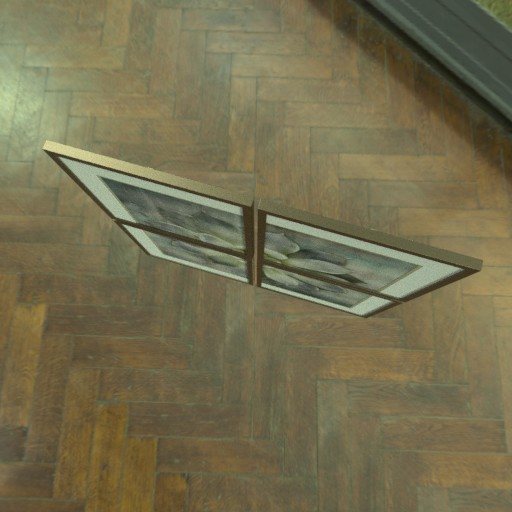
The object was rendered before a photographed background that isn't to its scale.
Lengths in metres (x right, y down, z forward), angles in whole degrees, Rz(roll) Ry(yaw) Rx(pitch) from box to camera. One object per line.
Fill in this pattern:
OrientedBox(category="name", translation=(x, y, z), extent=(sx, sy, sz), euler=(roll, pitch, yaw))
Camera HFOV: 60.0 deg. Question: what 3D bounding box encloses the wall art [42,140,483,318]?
OrientedBox(category="wall art", translation=(0.000, 0.000, 1.504), extent=(1.032, 1.032, 0.030), euler=(16, 77, 4))
